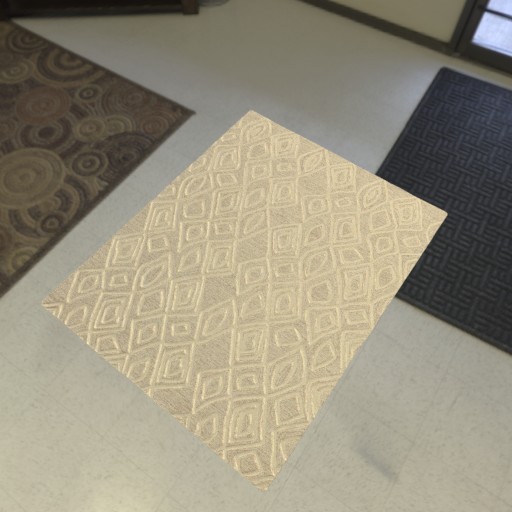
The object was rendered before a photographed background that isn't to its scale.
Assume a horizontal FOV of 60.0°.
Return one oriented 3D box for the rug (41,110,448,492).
[{"bbox_3d":[0.000,0.000,4.113,2.449,0.025,3.049,33,65,18],"label":"rug"}]
